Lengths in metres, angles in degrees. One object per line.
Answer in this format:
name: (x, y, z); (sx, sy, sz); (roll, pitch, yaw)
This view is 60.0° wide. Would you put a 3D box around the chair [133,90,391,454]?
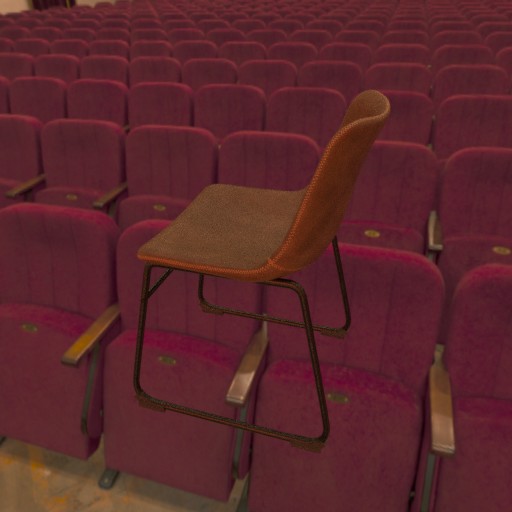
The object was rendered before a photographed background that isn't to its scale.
chair: (0.000, 0.000, 1.130); (0.551, 0.780, 0.460); (9, 32, 15)
